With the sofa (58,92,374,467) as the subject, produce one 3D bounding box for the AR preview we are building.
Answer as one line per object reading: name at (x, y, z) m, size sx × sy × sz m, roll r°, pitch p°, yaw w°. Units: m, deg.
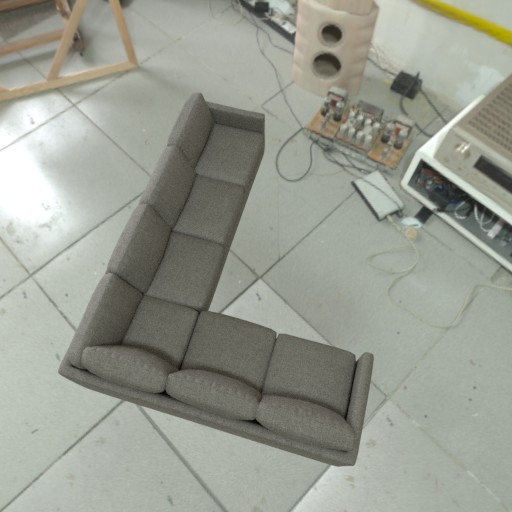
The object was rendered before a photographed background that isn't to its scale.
sofa at (0.000, 0.000, 4.469) m, size 2.593 × 0.947 × 3.302 m, roll 15°, pitch 65°, yaw 7°
